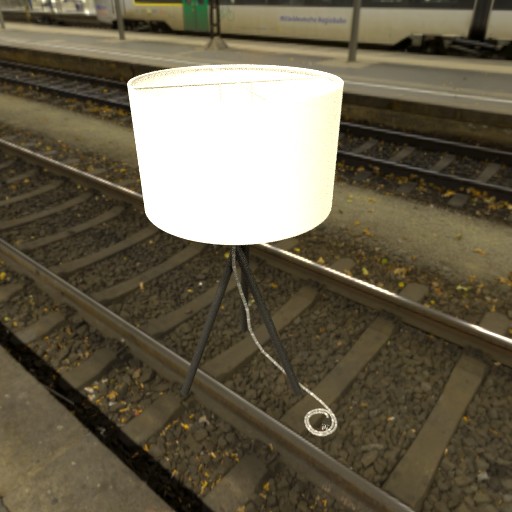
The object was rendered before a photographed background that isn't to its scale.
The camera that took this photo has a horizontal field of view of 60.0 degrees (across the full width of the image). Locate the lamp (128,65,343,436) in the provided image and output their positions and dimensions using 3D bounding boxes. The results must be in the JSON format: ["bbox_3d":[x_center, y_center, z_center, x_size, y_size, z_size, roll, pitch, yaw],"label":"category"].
[{"bbox_3d":[0.000,0.000,0.904,0.422,0.674,0.353,9,32,15],"label":"lamp"}]
